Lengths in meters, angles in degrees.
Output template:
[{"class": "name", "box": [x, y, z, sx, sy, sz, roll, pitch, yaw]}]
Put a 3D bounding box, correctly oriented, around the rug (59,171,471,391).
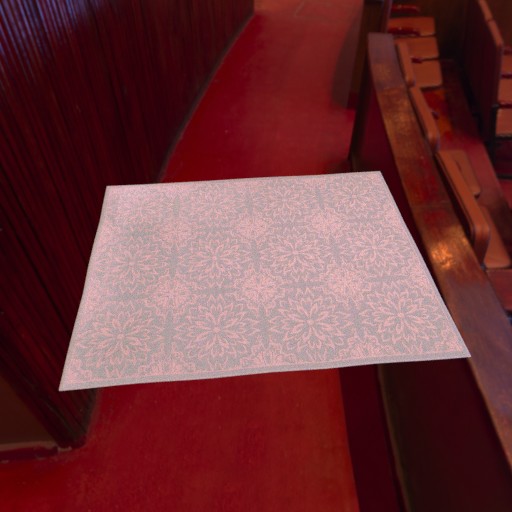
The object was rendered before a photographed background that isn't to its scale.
[{"class": "rug", "box": [0.000, 0.000, 4.003, 2.980, 0.012, 2.363, -4, 46, -4]}]
